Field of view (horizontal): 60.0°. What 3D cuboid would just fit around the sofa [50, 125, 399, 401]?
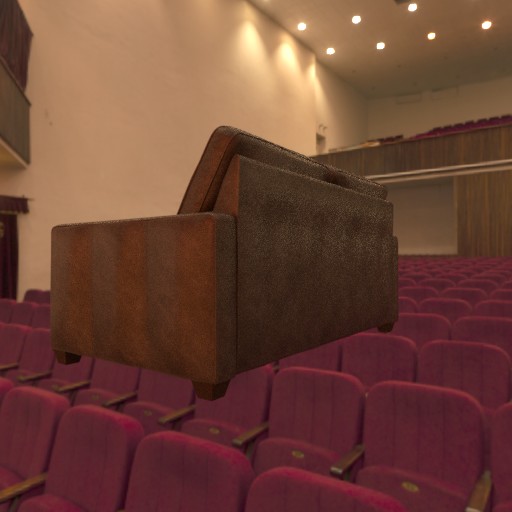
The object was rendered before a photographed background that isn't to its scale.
[{"bbox_3d":[0.000,0.000,2.297,0.939,0.916,1.732,0,-1,36],"label":"sofa"}]
